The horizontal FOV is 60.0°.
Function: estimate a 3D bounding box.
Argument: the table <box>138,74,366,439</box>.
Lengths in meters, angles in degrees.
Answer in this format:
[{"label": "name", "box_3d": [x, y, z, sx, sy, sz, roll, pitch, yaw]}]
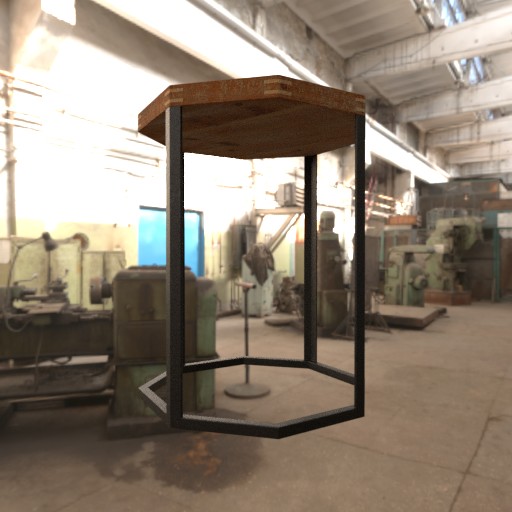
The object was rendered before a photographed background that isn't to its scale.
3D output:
[{"label": "table", "box_3d": [0.000, 0.000, 0.886, 0.458, 0.543, 0.458, 0, 1, 36]}]
